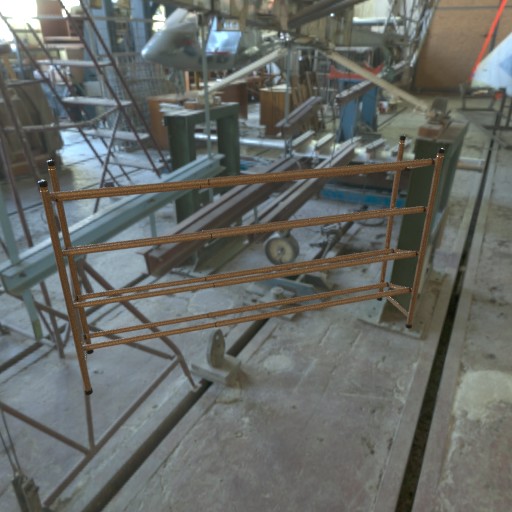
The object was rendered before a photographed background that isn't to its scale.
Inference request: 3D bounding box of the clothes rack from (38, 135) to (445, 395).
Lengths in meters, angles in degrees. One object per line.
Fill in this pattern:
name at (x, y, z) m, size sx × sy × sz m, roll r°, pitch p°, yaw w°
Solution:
clothes rack at (0.000, 0.000, 1.459) m, size 1.168 × 0.672 × 0.229 m, roll -8°, pitch 27°, yaw -16°
